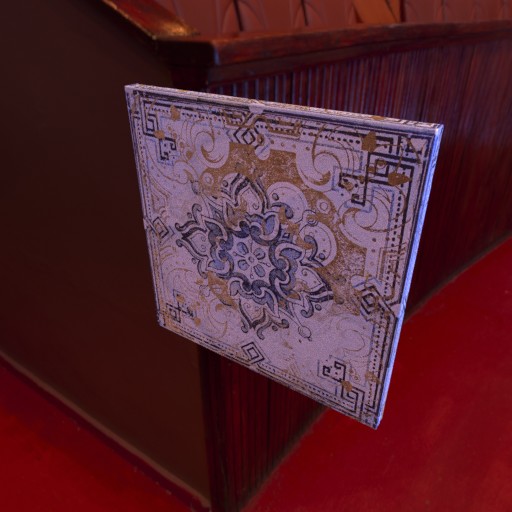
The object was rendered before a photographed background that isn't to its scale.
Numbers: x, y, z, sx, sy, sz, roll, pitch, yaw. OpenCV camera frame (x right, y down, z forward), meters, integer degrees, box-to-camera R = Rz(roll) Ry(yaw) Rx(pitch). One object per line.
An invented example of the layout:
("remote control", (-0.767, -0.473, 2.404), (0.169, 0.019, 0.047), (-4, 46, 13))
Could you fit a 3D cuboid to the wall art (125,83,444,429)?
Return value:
("wall art", (0.000, 0.000, 0.906), (0.609, 0.607, 0.036), (19, 35, 28))
